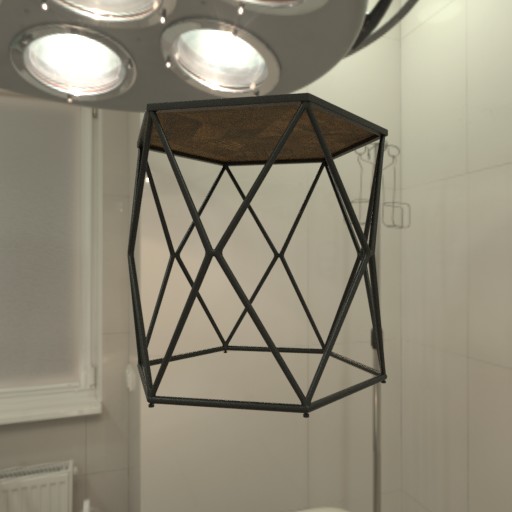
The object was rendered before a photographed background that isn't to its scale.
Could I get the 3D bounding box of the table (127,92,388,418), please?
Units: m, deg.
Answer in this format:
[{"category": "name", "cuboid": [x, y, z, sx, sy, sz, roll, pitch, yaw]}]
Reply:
[{"category": "table", "cuboid": [0.000, 0.000, 1.038, 0.579, 0.564, 0.578, 0, 0, -19]}]
